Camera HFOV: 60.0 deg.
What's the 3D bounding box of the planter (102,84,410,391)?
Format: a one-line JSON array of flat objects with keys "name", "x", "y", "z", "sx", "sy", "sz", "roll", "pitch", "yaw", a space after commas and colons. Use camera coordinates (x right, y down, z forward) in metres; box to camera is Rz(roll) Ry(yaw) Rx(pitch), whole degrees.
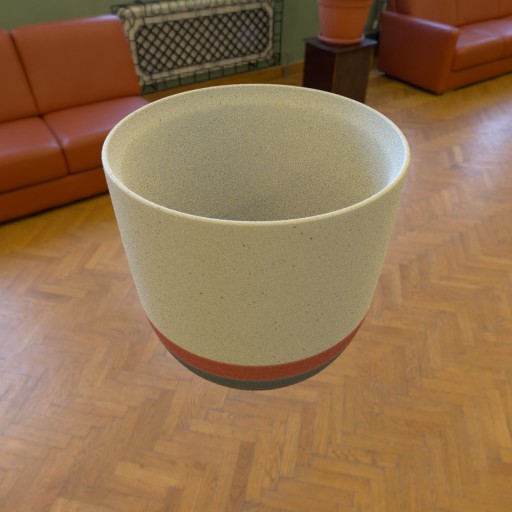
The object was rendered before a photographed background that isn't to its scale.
[{"name": "planter", "x": 0.000, "y": 0.000, "z": 0.371, "sx": 0.204, "sy": 0.214, "sz": 0.204, "roll": 0, "pitch": 40, "yaw": 0}]
